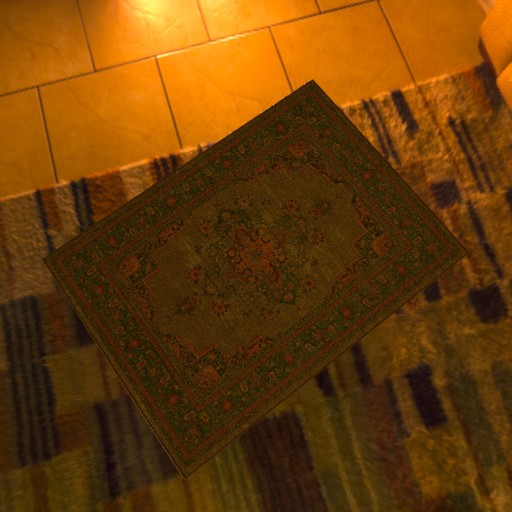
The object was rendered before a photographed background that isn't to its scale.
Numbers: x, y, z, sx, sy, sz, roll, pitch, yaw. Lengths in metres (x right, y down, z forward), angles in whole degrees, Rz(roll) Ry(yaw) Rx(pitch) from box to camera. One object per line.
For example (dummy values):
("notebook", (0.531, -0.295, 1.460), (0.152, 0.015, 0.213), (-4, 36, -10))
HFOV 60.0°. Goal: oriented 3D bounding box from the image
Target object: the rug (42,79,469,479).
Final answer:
("rug", (0.000, 0.000, 2.831), (2.214, 0.013, 1.609), (-36, 78, -9))
